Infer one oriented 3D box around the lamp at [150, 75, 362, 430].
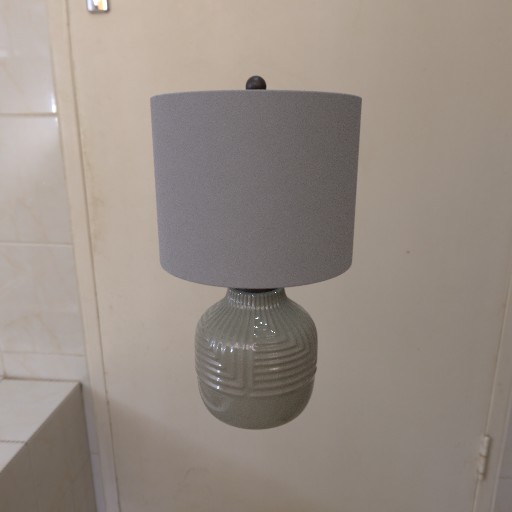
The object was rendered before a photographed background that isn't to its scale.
[{"bbox_3d":[0.000,0.000,0.748,0.318,0.567,0.318,0,15,0],"label":"lamp"}]
